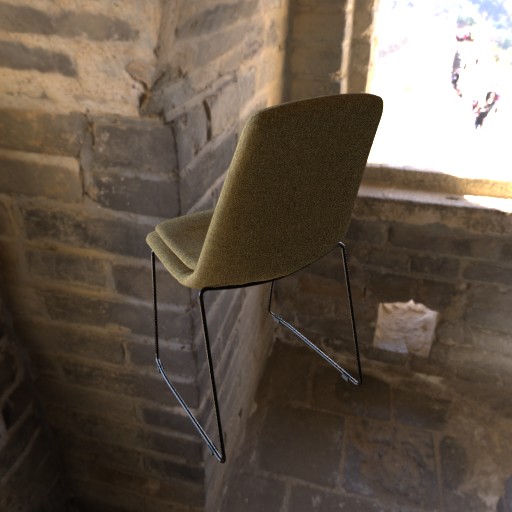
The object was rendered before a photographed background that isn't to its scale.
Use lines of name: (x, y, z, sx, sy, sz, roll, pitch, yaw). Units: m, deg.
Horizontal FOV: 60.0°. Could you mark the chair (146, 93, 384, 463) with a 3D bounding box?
chair: (0.000, 0.000, 1.142, 0.479, 0.849, 0.496, -18, 33, -29)
